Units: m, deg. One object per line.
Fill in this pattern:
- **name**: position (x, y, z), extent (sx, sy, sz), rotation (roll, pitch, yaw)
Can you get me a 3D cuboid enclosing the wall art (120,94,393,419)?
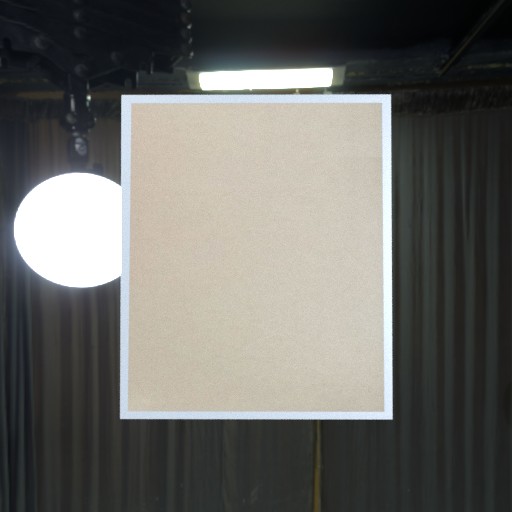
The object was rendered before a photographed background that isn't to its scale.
- **wall art**: position (0.000, 0.000, 0.630), extent (0.382, 0.456, 0.013), rotation (0, -1, 0)
